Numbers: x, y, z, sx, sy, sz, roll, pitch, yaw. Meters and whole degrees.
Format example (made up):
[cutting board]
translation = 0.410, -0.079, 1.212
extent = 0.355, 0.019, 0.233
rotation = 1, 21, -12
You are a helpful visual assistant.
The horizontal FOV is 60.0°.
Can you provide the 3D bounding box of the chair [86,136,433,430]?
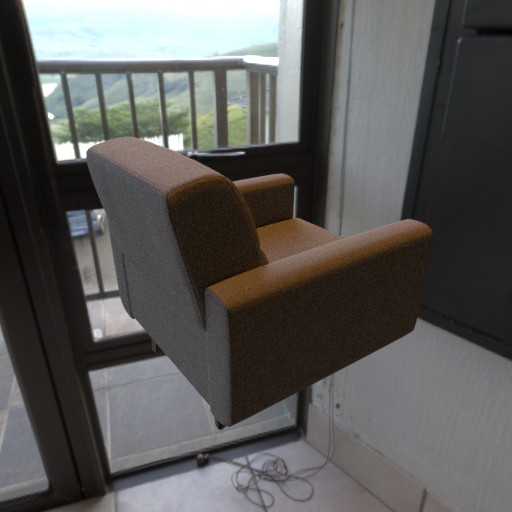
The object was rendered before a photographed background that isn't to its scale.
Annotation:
[chair]
translation = 0.000, 0.000, 1.575
extent = 0.907, 0.839, 0.831
rotation = -18, 32, -32
